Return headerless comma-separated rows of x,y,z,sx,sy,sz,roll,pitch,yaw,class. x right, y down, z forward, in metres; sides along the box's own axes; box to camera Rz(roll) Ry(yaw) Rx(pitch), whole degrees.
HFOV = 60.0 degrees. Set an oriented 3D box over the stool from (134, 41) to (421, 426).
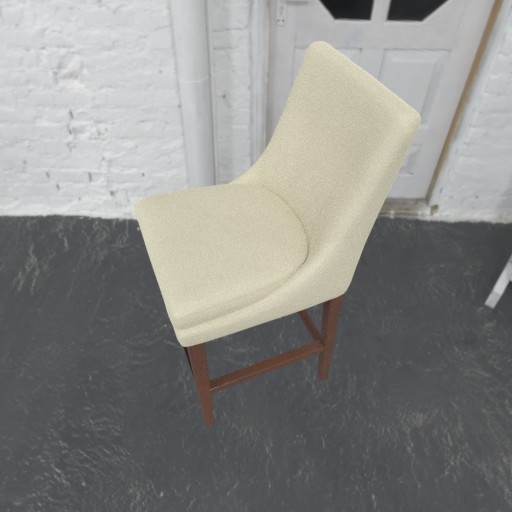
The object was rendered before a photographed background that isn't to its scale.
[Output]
0.000,0.000,1.267,0.577,0.981,0.470,-16,49,-15,stool
